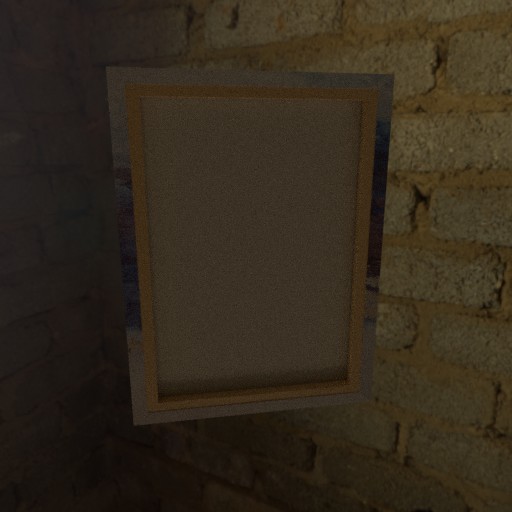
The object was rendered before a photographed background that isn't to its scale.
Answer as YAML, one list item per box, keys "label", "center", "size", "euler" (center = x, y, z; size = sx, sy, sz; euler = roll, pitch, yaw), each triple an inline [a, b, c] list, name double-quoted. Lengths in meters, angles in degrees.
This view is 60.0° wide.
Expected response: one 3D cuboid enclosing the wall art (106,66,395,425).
- label: "wall art"
  center: [0.000, 0.000, 0.751]
  size: [0.437, 0.581, 0.036]
  euler: [-2, 15, -9]
